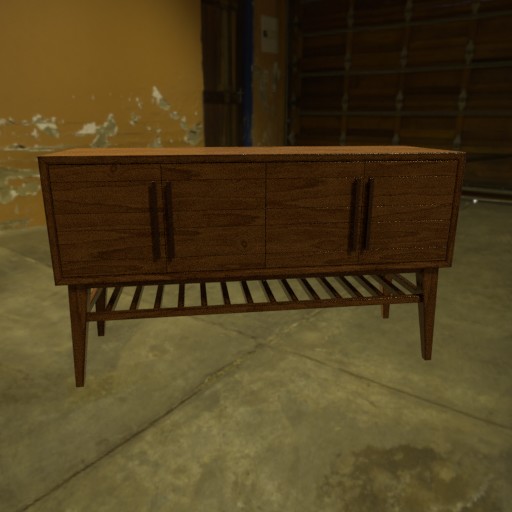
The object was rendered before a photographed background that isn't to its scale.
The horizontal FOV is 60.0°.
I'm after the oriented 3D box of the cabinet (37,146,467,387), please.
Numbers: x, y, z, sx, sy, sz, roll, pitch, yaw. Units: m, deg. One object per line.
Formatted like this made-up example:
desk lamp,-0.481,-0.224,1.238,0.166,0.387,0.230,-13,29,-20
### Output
cabinet,0.000,0.000,1.724,1.363,0.802,0.477,-2,17,-8
